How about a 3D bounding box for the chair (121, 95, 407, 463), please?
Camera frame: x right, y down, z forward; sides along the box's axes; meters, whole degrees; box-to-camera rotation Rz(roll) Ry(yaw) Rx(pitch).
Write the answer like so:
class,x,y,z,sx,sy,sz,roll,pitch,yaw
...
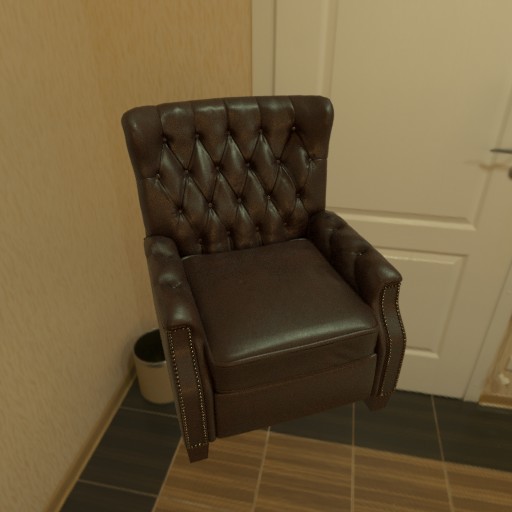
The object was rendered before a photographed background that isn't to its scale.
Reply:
class,x,y,z,sx,sy,sz,roll,pitch,yaw
chair,0.000,0.000,1.458,0.709,0.864,0.823,-10,33,-15
